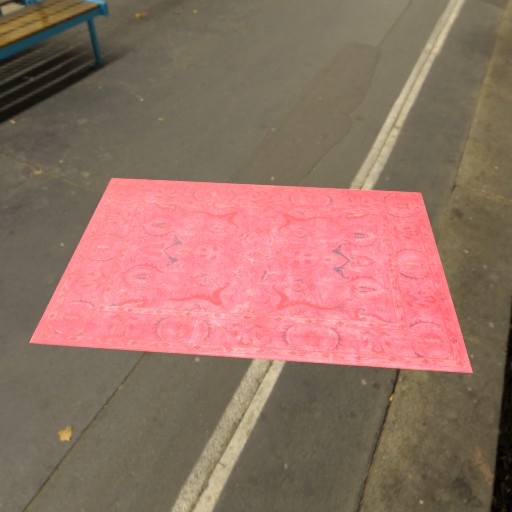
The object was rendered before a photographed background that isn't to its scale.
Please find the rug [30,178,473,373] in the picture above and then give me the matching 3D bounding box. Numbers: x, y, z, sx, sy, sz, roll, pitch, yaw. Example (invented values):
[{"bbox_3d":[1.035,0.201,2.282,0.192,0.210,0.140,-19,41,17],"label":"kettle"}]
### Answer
[{"bbox_3d":[0.000,0.000,2.941,2.423,0.010,1.534,3,46,3],"label":"rug"}]
